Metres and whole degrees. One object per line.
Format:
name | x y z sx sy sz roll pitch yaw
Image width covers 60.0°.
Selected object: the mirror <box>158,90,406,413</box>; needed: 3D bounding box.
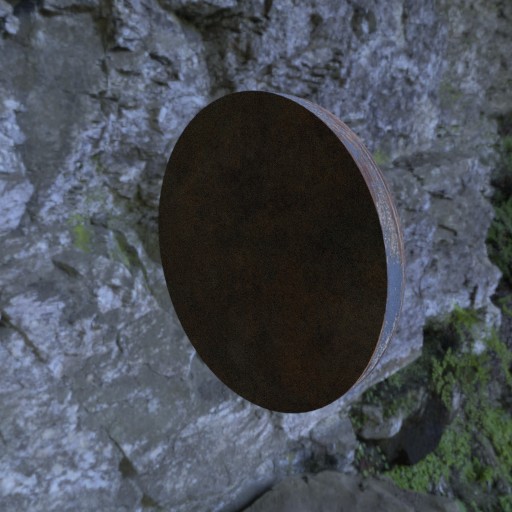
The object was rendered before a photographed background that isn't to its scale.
mirror | 0.000 0.000 0.840 0.061 0.585 0.585 -13 19 -42
